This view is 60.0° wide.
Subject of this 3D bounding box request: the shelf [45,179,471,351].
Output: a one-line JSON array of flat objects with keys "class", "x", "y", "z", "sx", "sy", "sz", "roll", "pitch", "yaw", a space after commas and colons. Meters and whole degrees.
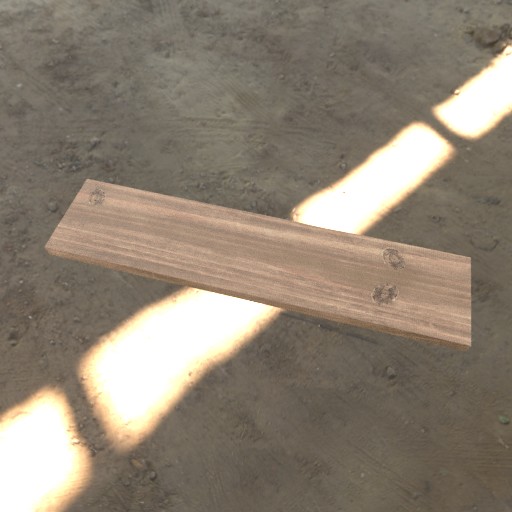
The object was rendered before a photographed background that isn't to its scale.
[{"class": "shelf", "x": 0.000, "y": 0.000, "z": 0.658, "sx": 0.610, "sy": 0.020, "sz": 0.140, "roll": 12, "pitch": 58, "yaw": 8}]
